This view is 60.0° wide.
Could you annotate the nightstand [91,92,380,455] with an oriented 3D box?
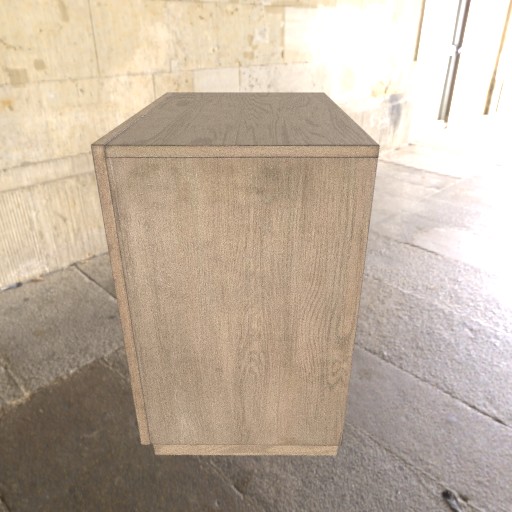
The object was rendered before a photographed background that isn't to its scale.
[{"bbox_3d":[0.000,0.000,1.068,0.483,0.673,0.612,0,27,0],"label":"nightstand"}]
